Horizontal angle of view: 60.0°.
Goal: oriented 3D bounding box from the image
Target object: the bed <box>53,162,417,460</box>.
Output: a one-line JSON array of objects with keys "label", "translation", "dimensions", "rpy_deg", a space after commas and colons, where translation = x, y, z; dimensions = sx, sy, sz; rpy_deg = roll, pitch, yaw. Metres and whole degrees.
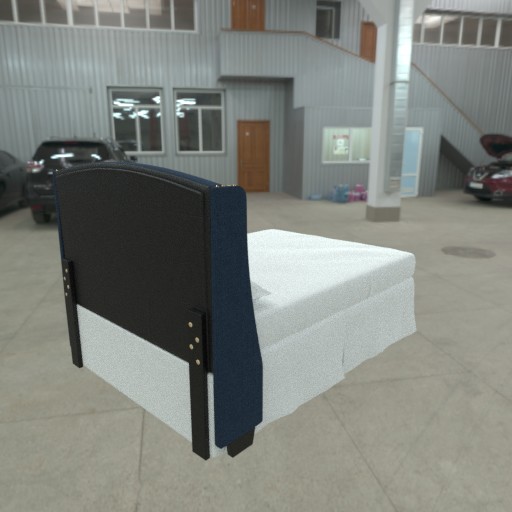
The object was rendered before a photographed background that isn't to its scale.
[{"label": "bed", "translation": [0.000, 0.000, 3.234], "dimensions": [1.604, 1.402, 2.223], "rpy_deg": [13, 19, 42]}]
